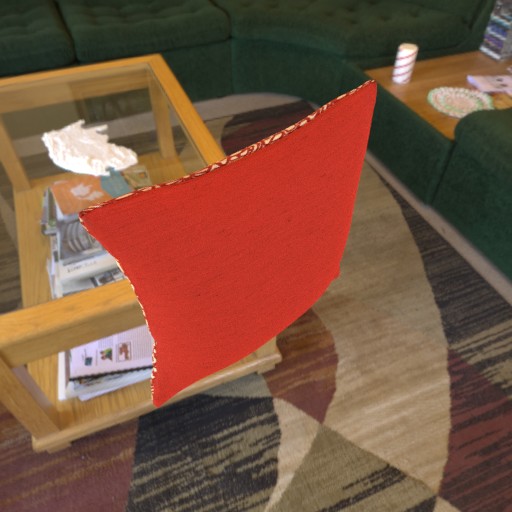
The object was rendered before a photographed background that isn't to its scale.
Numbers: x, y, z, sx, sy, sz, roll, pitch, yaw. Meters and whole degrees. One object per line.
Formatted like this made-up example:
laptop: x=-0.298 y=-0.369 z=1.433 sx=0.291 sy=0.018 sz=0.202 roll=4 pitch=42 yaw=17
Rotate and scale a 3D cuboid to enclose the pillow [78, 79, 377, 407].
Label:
pillow: x=0.000 y=0.000 z=0.667 sx=0.438 sy=0.419 sz=0.162 roll=-32 pitch=55 yaw=-26
